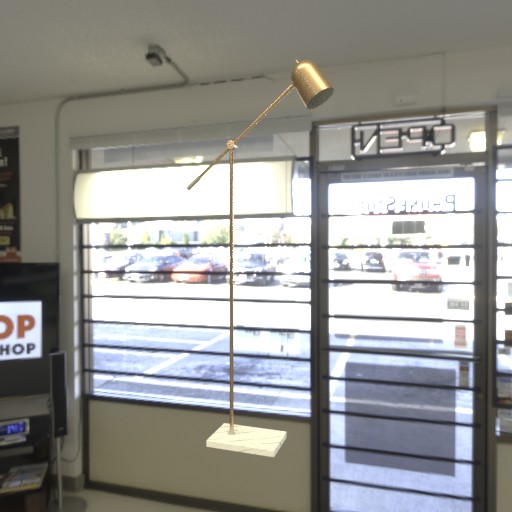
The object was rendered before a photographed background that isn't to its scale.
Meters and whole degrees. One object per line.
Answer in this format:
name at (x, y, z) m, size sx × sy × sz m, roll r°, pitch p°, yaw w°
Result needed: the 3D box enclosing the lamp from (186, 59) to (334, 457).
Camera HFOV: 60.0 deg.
lamp at (0.000, 0.000, 1.869) m, size 0.653 × 1.594 × 0.194 m, roll 0°, pitch 1°, yaw 19°
